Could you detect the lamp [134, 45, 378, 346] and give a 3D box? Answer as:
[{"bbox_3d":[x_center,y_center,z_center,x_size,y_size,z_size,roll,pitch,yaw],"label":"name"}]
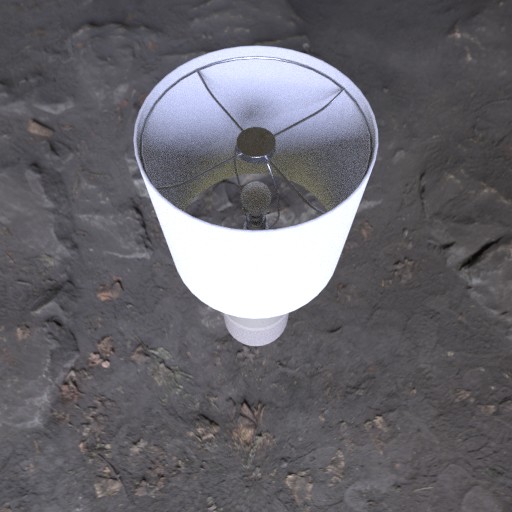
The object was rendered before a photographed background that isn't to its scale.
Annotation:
[{"bbox_3d":[0.000,0.000,0.605,0.212,0.493,0.212,-31,67,-15],"label":"lamp"}]
